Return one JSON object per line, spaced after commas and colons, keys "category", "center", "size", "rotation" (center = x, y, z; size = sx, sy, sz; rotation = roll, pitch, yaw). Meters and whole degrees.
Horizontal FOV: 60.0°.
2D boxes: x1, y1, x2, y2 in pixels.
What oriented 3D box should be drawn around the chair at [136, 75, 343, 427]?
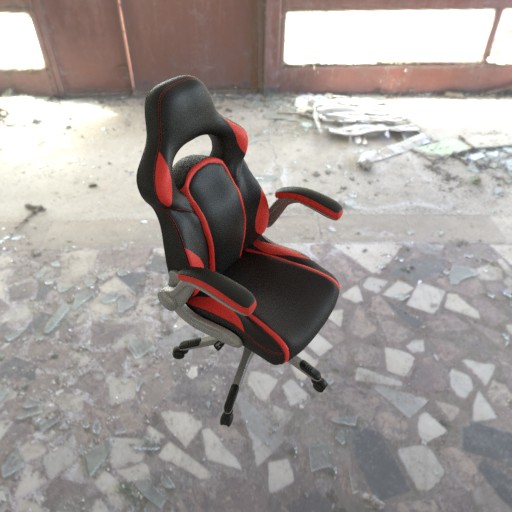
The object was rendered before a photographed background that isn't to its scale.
{"category": "chair", "center": [0.000, 0.000, 1.642], "size": [0.712, 1.165, 0.758], "rotation": [24, 47, 25]}
